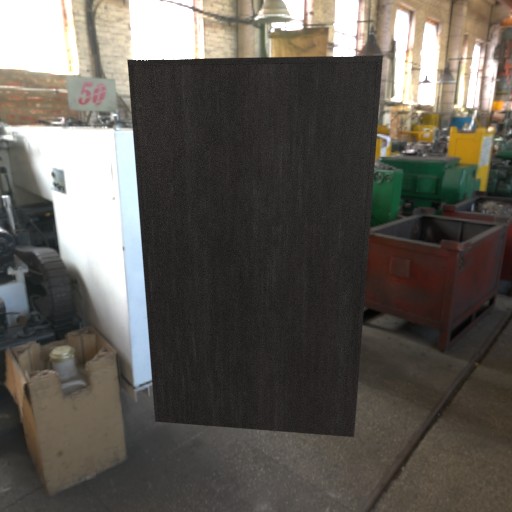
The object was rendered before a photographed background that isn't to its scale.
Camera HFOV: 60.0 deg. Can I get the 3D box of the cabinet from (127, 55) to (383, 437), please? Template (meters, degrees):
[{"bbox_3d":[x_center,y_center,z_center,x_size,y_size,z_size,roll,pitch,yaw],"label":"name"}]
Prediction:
[{"bbox_3d":[0.000,0.000,1.592,0.750,1.280,0.250,2,17,6],"label":"cabinet"}]
